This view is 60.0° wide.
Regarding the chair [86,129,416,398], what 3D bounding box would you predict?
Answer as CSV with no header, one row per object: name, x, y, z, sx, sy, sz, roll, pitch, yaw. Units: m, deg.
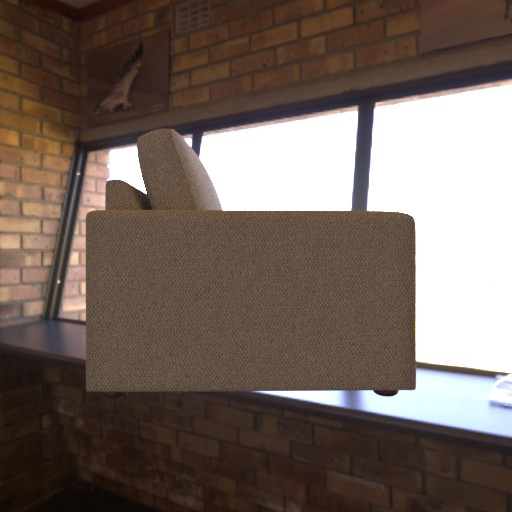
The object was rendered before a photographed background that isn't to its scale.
chair,0.000,0.000,1.795,1.016,0.873,1.005,0,0,-1
